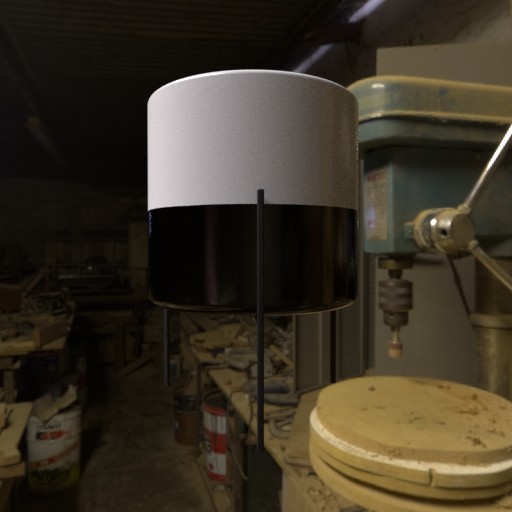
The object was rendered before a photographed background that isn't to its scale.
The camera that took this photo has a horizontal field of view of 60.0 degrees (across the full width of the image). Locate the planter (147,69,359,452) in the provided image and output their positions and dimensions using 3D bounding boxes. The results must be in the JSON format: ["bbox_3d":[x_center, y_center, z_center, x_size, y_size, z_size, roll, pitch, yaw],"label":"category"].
[{"bbox_3d":[0.000,0.000,0.652,0.310,0.432,0.310,0,1,-18],"label":"planter"}]
